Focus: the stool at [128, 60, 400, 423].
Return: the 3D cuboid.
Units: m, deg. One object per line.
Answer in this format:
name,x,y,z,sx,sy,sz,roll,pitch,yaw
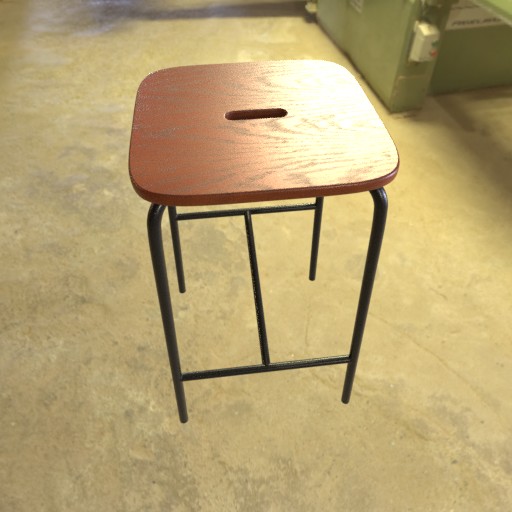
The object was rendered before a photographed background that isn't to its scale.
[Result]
stool,0.000,0.000,0.873,0.376,0.610,0.376,-5,47,-5
